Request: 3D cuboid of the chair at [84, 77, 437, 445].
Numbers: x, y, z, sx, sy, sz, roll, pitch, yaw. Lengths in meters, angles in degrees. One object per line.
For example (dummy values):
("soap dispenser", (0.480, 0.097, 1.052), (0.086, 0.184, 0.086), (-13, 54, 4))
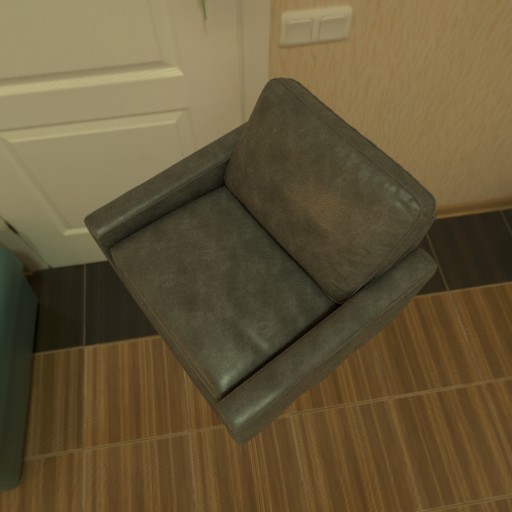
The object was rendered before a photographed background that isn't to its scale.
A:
("chair", (0.000, 0.000, 1.750), (0.939, 0.916, 1.006), (-35, 68, -16))
